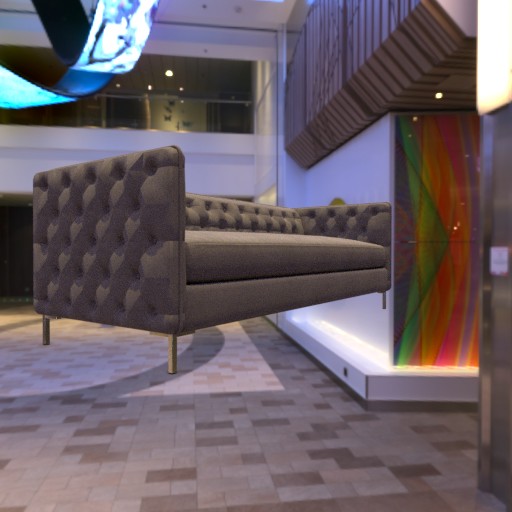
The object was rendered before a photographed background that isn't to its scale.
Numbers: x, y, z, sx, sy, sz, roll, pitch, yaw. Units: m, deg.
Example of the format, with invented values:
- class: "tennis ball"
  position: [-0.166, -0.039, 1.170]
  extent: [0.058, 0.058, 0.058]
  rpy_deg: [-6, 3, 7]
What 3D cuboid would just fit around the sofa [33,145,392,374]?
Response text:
- class: "sofa"
  position: [0.000, 0.000, 2.571]
  extent: [0.895, 0.771, 2.209]
  rpy_deg: [0, 1, 36]
